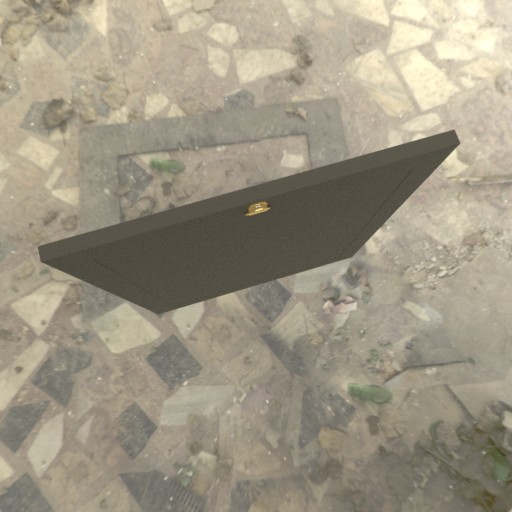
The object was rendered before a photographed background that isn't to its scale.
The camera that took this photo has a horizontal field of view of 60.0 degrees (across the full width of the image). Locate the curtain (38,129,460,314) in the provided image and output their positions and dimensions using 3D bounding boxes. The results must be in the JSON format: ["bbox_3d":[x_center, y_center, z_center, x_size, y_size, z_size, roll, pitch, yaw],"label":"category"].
[{"bbox_3d":[0.000,0.000,0.775,0.483,0.585,0.027,-16,78,-4],"label":"curtain"}]
